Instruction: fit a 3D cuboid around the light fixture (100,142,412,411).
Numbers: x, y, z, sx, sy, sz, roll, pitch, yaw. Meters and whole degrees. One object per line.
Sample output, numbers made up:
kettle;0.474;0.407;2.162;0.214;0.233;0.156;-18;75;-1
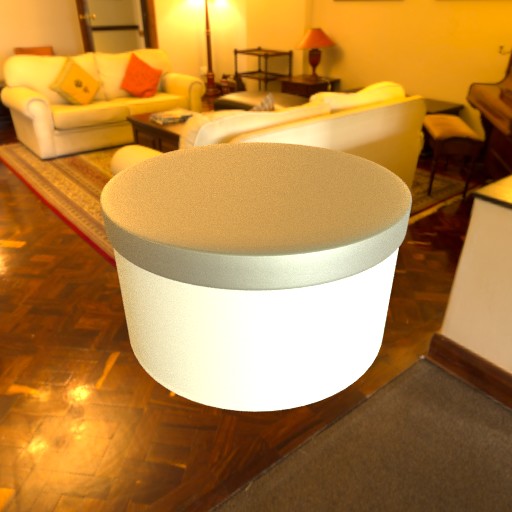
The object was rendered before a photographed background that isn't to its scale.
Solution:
light fixture;0.000;0.000;0.639;0.393;0.229;0.393;0;29;0
